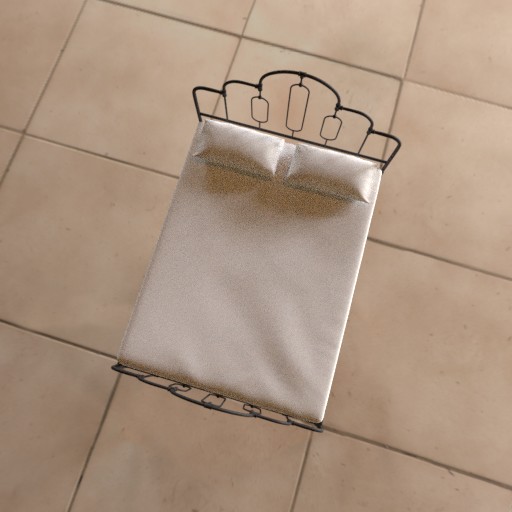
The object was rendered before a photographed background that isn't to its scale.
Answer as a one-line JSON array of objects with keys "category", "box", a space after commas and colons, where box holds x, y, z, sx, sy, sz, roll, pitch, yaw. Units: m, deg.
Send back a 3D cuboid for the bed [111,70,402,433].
[{"category": "bed", "box": [0.000, 0.000, 3.262, 1.640, 1.429, 2.163, 16, 78, 4]}]
